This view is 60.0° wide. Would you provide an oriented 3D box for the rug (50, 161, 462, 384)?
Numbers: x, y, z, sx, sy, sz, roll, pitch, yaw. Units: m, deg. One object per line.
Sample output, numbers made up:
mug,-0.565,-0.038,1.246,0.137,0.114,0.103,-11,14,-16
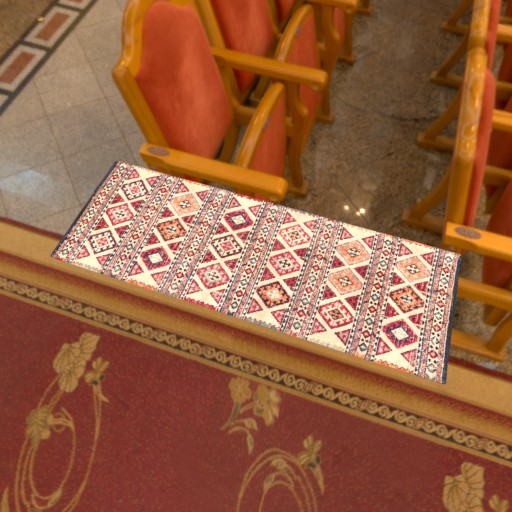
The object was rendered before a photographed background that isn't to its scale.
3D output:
rug,0.000,0.000,2.687,2.362,0.008,0.832,16,60,10
